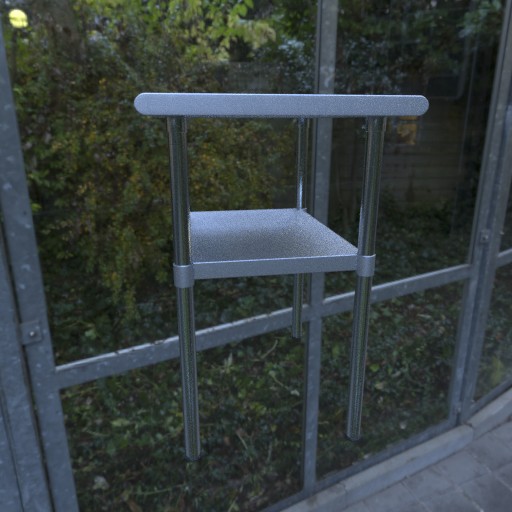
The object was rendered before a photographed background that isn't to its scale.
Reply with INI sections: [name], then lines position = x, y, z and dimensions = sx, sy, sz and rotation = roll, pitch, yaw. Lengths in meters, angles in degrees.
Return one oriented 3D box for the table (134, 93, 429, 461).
[table]
position = 0.000, 0.000, 1.337
dimensions = 0.584, 0.876, 0.762
rotation = -3, 17, -9
